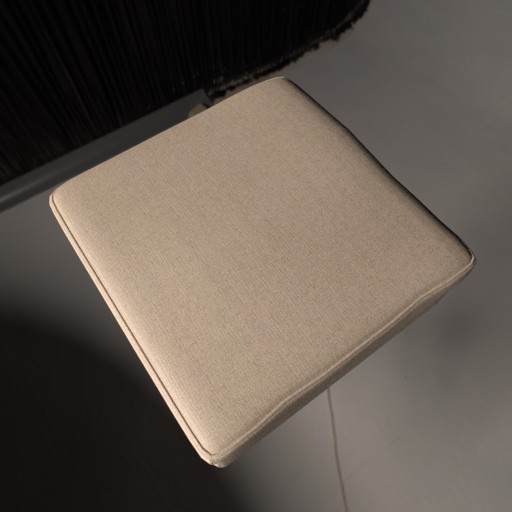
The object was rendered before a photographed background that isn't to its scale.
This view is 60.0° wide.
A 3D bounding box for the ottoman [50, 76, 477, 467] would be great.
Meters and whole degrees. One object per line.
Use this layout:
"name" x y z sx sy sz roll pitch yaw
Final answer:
"ottoman" 0.000 0.000 1.318 0.838 0.481 0.838 -32 67 -15
